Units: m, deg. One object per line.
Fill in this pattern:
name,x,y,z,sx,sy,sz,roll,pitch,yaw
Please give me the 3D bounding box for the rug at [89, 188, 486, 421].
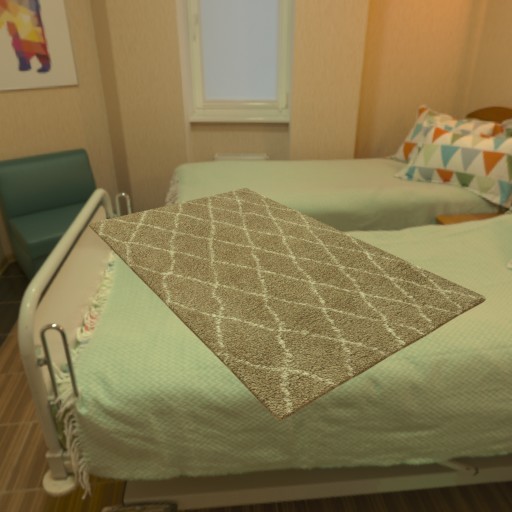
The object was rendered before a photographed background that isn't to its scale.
rug,0.000,0.000,3.034,1.524,0.030,2.438,-18,32,-31
